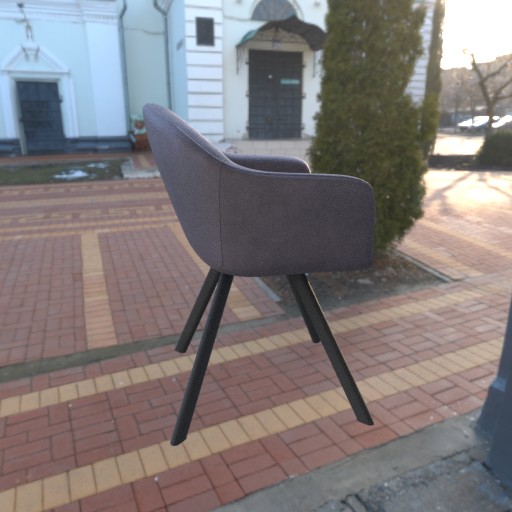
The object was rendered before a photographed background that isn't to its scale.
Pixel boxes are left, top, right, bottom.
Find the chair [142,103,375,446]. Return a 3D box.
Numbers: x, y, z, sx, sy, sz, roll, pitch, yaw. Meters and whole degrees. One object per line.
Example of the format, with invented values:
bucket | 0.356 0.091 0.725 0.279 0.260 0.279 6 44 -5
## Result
chair | 0.000 0.000 1.202 0.544 0.781 0.567 -3 17 -8
